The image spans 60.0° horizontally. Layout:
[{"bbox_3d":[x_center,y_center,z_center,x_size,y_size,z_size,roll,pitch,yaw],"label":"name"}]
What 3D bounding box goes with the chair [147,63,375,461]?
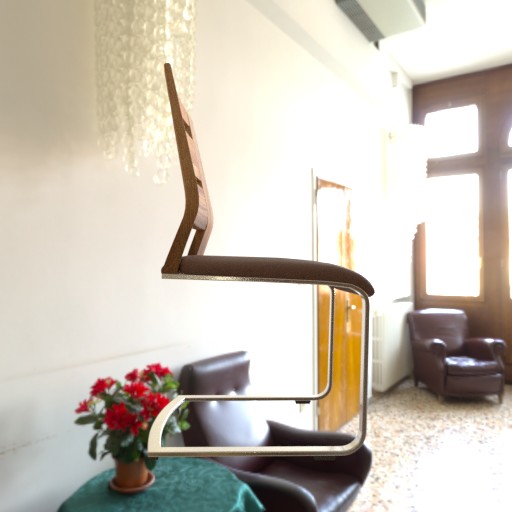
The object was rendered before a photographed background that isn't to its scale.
[{"bbox_3d":[0.000,0.000,1.274,0.570,0.970,0.460,0,-1,-1],"label":"chair"}]
